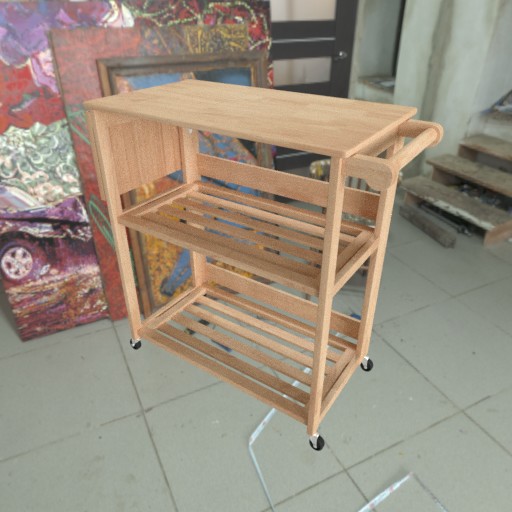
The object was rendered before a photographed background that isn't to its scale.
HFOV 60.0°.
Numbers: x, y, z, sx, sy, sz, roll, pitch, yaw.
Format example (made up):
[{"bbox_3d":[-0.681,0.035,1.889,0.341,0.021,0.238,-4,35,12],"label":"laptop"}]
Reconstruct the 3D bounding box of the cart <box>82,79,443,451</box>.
[{"bbox_3d":[0.000,0.000,1.342,0.853,0.879,0.432,19,36,29],"label":"cart"}]
